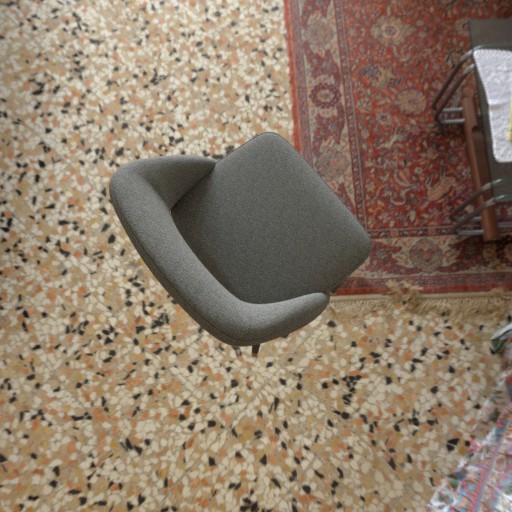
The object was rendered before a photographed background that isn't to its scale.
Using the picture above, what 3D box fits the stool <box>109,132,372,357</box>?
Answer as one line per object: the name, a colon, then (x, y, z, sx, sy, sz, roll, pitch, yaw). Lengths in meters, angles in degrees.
stool: (0.000, 0.000, 1.391, 0.524, 1.089, 0.536, -37, 78, -9)
